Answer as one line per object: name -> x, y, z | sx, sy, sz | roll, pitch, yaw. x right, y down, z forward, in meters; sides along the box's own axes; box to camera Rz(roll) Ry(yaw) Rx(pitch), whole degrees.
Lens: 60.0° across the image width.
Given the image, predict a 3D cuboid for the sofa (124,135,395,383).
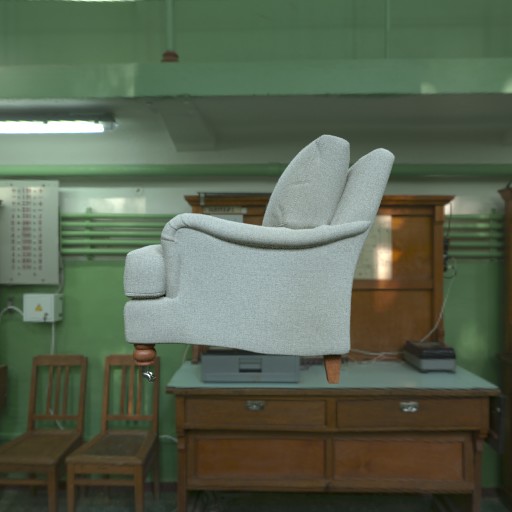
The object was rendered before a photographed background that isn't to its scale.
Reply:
sofa -> 0.000, 0.000, 2.718 | 1.091, 0.997, 2.070 | 0, 1, 0
